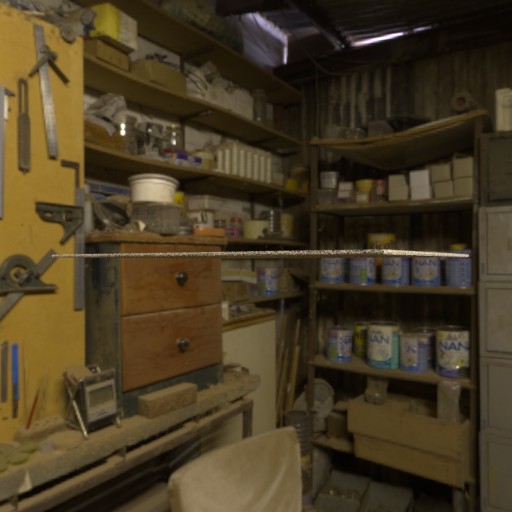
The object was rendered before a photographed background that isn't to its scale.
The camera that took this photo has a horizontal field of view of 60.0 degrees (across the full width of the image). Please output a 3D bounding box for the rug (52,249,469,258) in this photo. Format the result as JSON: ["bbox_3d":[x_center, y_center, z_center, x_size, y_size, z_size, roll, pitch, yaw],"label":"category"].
[{"bbox_3d":[0.000,0.000,2.917,2.297,0.018,1.532,-1,-1,36],"label":"rug"}]
